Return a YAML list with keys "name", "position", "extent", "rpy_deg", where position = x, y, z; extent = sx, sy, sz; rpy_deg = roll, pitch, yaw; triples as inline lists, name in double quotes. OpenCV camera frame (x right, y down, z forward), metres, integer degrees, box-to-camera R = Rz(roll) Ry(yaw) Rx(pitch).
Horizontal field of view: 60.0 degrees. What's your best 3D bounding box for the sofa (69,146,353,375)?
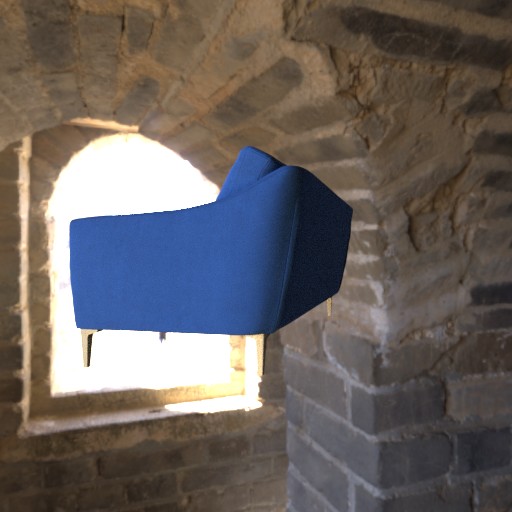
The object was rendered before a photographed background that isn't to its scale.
- name: "sofa"
  position: [0.000, 0.000, 2.602]
  extent: [0.960, 0.903, 2.036]
  rpy_deg: [0, 1, 18]
